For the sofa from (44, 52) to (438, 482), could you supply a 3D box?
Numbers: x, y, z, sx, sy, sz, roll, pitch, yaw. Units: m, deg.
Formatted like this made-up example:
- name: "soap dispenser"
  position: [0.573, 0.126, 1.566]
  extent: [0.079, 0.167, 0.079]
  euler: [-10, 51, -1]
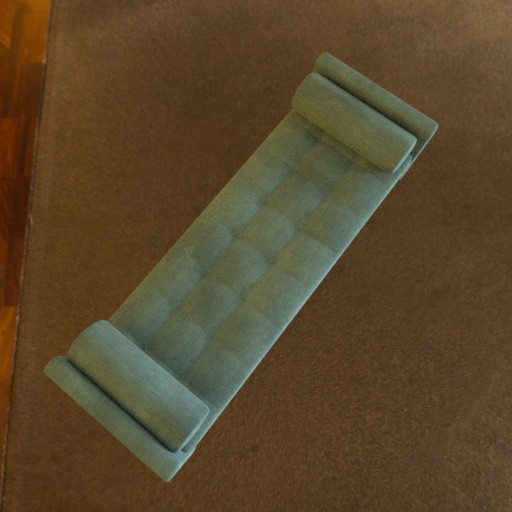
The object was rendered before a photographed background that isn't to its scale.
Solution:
- name: "sofa"
  position: [0.000, 0.000, 2.246]
  extent: [0.686, 0.635, 1.981]
  euler: [37, 78, 9]
